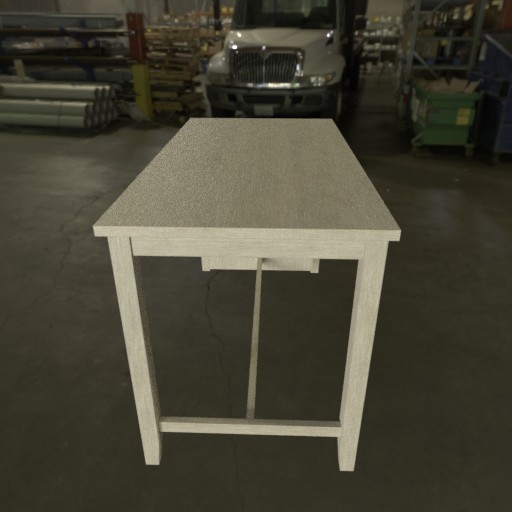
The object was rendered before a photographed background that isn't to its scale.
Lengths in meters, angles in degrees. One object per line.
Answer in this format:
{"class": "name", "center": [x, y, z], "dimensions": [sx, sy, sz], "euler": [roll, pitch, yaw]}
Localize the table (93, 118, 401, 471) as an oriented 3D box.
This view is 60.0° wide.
{"class": "table", "center": [0.000, 0.000, 1.867], "dimensions": [0.729, 0.874, 1.397], "euler": [1, 27, 2]}
